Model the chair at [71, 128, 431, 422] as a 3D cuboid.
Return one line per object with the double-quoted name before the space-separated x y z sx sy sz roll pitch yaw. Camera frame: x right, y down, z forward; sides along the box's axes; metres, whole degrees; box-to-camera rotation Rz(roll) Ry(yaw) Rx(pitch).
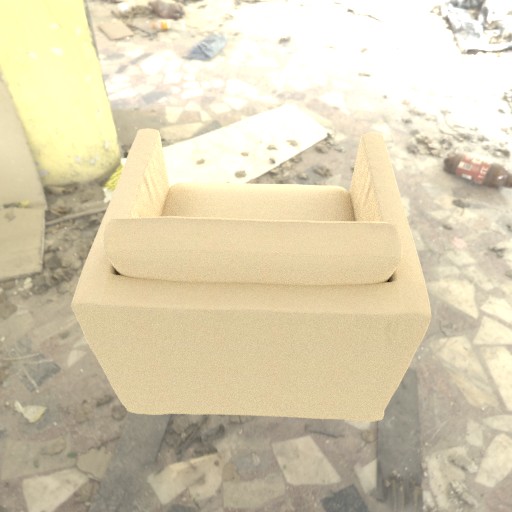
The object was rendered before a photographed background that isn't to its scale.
"chair" 0.000 0.000 1.742 1.057 0.851 0.947 1 47 1
